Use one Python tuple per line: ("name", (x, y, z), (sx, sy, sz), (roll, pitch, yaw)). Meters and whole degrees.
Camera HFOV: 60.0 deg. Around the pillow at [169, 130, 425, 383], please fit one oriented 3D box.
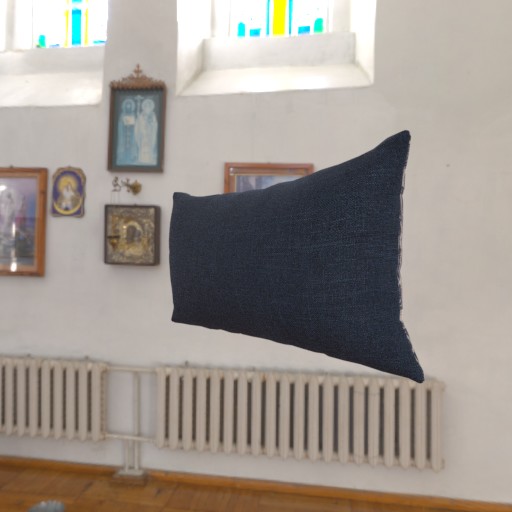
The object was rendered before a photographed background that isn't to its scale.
("pillow", (0.000, 0.000, 0.749), (0.148, 0.292, 0.631), (0, -1, -36))
